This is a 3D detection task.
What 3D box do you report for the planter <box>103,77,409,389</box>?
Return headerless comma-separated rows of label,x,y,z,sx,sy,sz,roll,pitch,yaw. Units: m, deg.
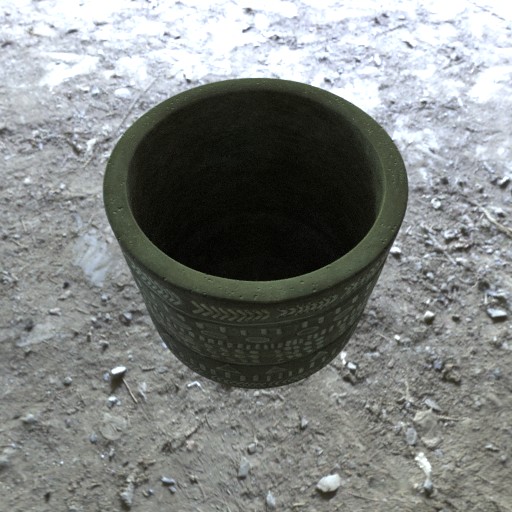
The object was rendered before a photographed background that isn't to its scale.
planter,0.000,0.000,0.269,0.142,0.149,0.142,0,57,0
